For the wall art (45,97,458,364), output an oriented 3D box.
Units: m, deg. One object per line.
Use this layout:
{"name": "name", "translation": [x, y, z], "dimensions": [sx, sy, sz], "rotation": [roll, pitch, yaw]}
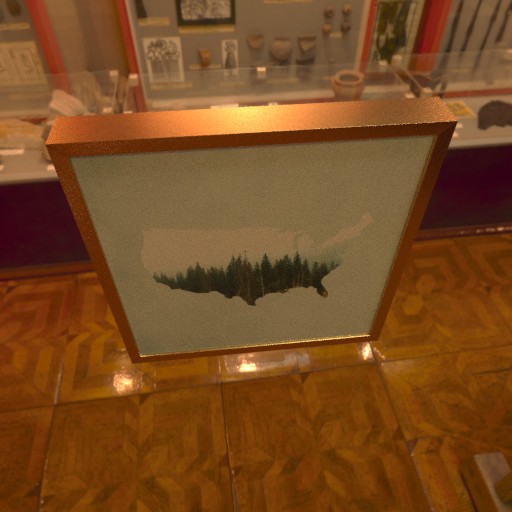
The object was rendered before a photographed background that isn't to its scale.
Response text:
{"name": "wall art", "translation": [0.000, 0.000, 0.448], "dimensions": [0.304, 0.304, 0.038], "rotation": [-4, 47, -4]}
